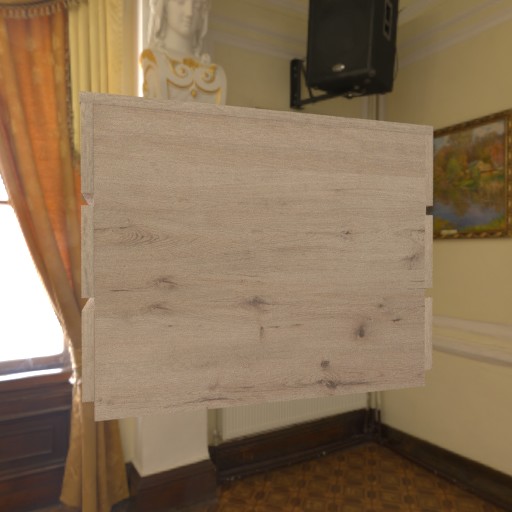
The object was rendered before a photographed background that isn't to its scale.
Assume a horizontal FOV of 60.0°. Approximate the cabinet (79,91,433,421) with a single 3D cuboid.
[{"bbox_3d":[0.000,0.000,1.448,1.040,0.820,0.420,0,1,-17],"label":"cabinet"}]
